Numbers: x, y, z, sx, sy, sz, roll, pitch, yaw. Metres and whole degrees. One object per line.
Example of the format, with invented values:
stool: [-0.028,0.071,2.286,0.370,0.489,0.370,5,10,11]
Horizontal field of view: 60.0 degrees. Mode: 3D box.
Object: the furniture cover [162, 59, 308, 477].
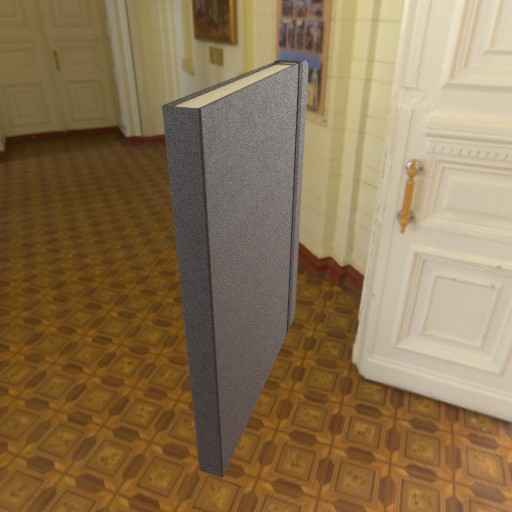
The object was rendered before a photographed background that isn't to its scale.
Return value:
furniture cover: [0.000,0.000,0.367,0.023,0.281,0.216,10,32,17]
